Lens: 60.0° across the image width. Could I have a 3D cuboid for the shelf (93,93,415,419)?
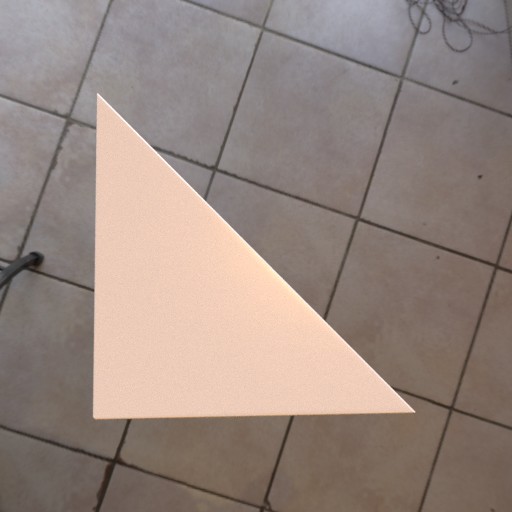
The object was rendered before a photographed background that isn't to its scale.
[{"bbox_3d":[0.000,0.000,0.424,0.296,0.035,0.296,0,89,-2],"label":"shelf"}]
